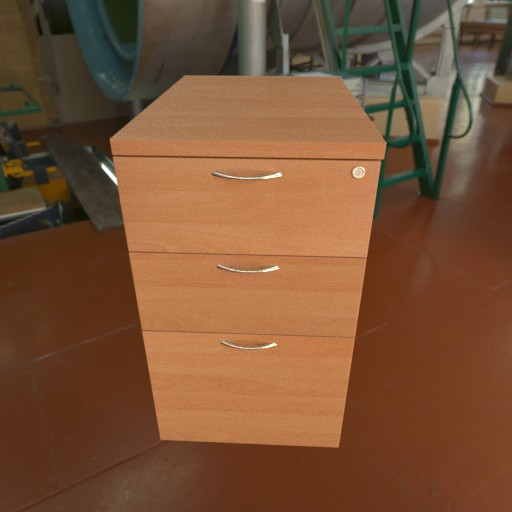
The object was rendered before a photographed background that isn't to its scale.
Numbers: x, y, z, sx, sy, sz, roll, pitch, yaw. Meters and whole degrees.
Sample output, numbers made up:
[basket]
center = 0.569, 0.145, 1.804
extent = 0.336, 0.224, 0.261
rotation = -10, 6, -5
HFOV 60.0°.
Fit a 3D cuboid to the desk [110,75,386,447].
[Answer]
[desk]
center = 0.000, 0.000, 1.078
extent = 0.404, 0.730, 0.600
rotation = 1, 31, 2
